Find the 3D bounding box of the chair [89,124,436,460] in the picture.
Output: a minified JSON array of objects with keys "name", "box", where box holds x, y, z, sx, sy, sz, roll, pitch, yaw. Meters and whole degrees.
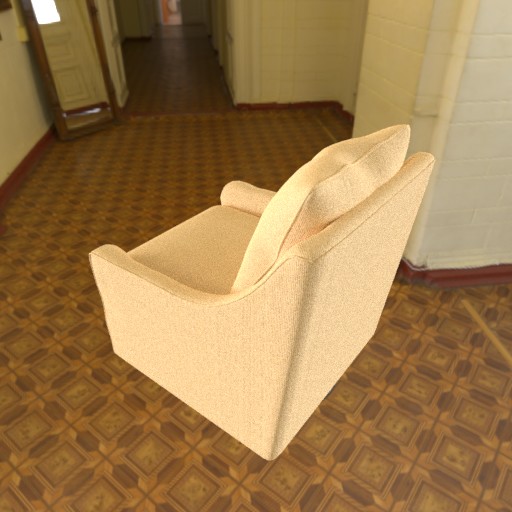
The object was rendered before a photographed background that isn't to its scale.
[{"name":"chair","box":[0.000,0.000,1.550,0.876,0.927,0.760,23,40,30]}]
